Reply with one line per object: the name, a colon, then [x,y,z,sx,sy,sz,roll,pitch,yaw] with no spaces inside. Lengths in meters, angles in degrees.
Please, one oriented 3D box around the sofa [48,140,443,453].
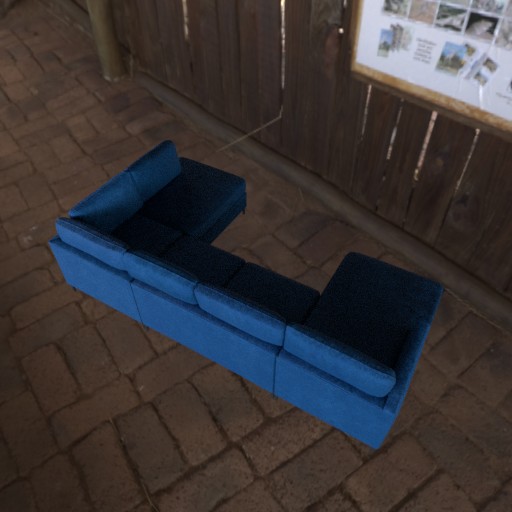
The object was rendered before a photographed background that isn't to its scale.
sofa: [0.000,0.000,4.383,3.434,0.992,2.055,23,50,21]
